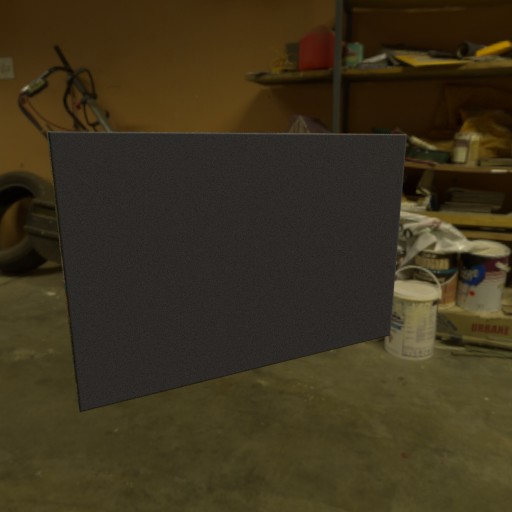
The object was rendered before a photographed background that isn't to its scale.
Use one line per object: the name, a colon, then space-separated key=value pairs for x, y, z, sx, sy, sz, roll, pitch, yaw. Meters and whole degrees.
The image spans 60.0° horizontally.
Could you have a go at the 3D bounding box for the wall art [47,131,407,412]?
wall art: x=0.000 y=0.000 z=0.762 sx=0.610 sy=0.406 sz=0.037 roll=-7 pitch=16 yaw=-26
